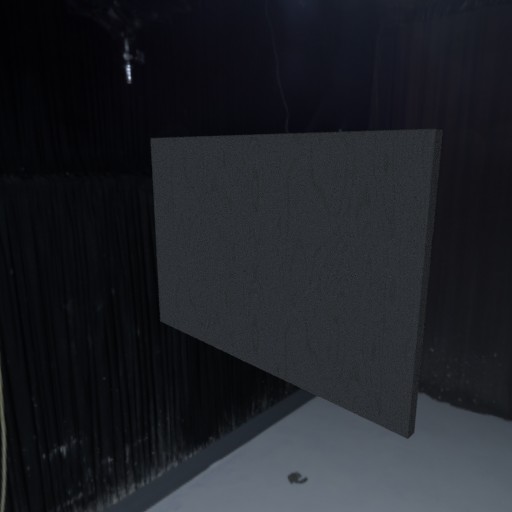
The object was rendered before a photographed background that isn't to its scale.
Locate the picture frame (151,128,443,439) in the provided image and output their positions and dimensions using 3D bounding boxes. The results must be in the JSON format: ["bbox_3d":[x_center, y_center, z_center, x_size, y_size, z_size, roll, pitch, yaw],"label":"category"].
[{"bbox_3d":[0.000,0.000,1.212,0.029,0.640,0.950,-13,19,-43],"label":"picture frame"}]
